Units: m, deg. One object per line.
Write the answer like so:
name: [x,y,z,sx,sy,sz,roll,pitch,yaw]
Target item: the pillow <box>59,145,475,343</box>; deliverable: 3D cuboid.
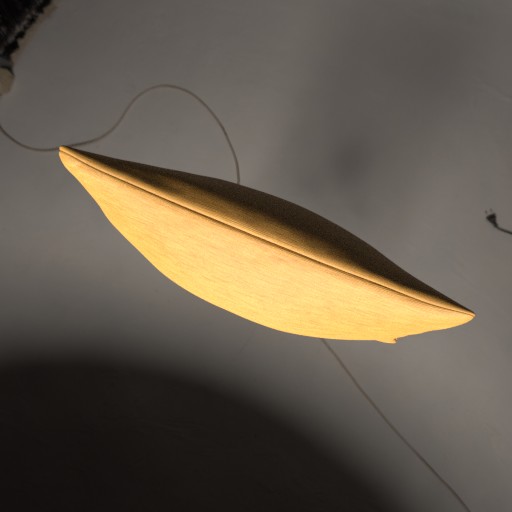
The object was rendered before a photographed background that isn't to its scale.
pillow: [0.000,0.000,0.780,0.634,0.354,0.210,22,75,6]
